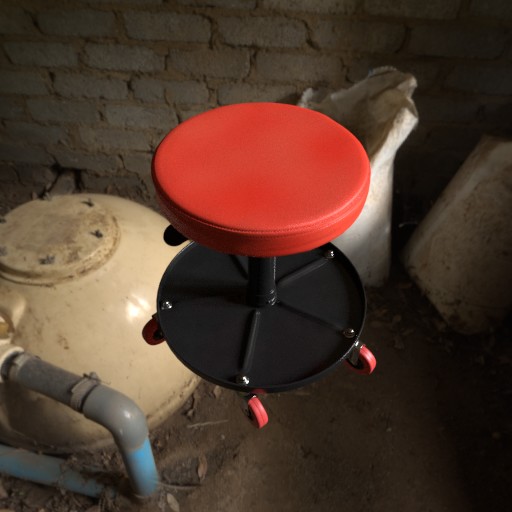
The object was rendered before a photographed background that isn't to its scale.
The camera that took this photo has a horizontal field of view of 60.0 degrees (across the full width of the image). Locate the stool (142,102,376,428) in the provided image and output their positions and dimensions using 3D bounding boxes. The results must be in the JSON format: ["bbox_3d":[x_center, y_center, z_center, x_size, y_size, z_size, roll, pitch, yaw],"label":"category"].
[{"bbox_3d":[0.000,0.000,0.678,0.382,0.365,0.381,-23,51,-20],"label":"stool"}]
